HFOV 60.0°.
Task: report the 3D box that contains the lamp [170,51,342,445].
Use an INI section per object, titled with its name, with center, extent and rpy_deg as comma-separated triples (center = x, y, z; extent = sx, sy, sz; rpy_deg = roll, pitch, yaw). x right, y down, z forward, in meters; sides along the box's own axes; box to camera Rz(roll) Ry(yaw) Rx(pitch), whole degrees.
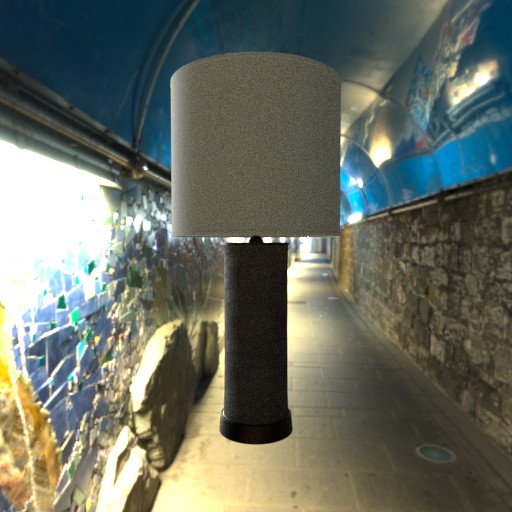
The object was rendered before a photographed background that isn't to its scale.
[lamp]
center = 0.000, 0.000, 0.802
extent = 0.301, 0.630, 0.301
rpy_deg = 0, 2, 17
